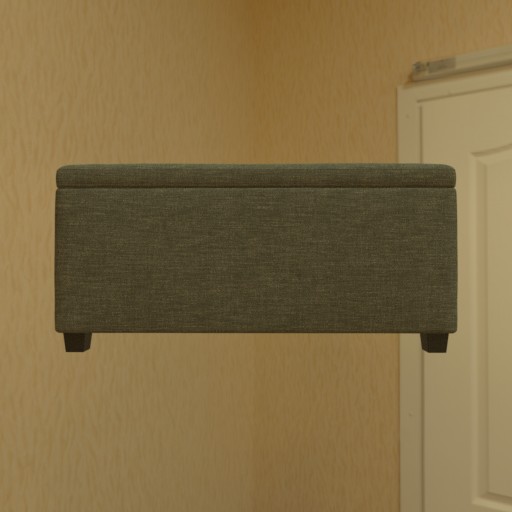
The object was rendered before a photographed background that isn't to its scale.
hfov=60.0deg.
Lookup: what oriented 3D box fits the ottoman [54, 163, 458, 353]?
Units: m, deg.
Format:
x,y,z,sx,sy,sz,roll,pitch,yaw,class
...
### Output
x,y,z,sx,sy,sz,roll,pitch,yaw,class
0.000,0.000,1.160,0.902,0.432,0.419,0,-1,1,ottoman
